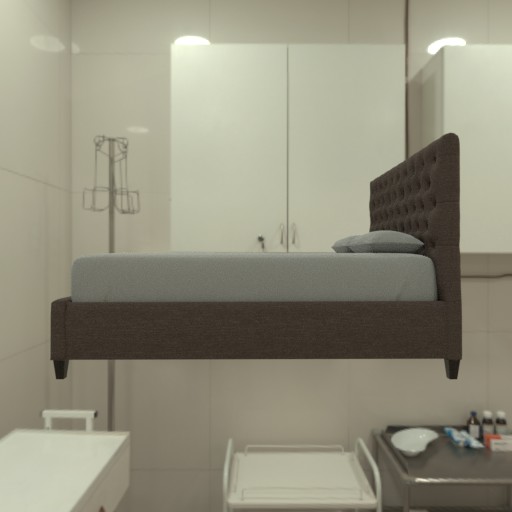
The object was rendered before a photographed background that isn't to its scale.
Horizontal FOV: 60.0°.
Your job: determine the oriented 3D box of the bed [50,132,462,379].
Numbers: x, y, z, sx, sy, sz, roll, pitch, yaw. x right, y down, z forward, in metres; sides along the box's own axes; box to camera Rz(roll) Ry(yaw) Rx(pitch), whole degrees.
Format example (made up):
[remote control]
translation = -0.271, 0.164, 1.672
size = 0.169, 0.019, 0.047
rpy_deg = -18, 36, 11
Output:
[bed]
translation = 0.000, 0.000, 3.381
size = 2.387, 1.427, 1.698
rpy_deg = 0, 0, 0
